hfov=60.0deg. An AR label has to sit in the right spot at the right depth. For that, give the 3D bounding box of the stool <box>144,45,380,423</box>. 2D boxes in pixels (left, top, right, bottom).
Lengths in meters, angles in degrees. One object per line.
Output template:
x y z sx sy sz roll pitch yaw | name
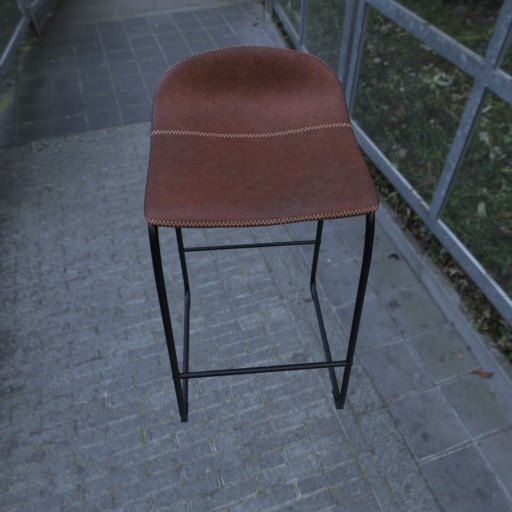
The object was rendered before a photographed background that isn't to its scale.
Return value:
0.000 0.000 1.092 0.454 0.830 0.473 -4 47 -3 | stool
